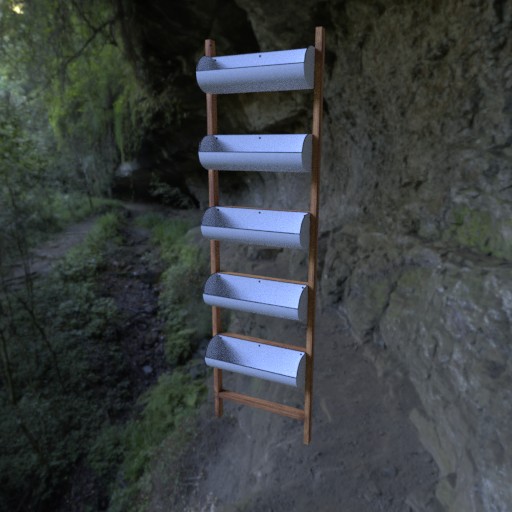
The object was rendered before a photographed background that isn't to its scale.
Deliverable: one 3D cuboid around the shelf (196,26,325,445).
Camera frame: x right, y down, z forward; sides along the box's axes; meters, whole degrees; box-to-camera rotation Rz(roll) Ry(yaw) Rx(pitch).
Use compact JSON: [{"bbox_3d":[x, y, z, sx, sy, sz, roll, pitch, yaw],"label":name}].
[{"bbox_3d":[0.000,0.000,1.727,0.454,1.600,0.141,7,16,25],"label":"shelf"}]
